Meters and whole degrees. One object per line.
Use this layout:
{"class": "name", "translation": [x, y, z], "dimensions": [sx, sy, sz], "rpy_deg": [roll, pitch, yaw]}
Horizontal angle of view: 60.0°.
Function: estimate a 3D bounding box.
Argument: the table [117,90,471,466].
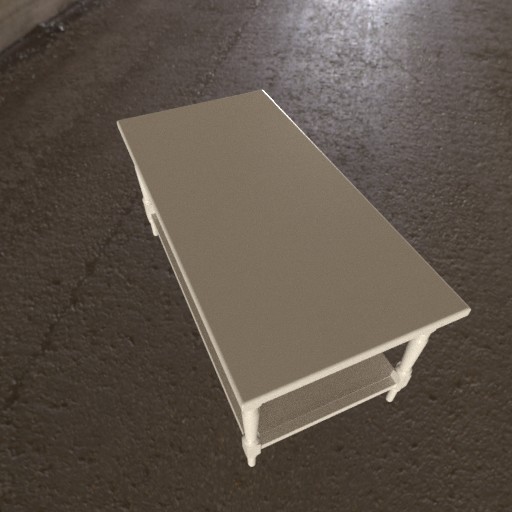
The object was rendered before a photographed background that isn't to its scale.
{"class": "table", "translation": [0.000, 0.000, 1.431], "dimensions": [0.550, 0.510, 1.107], "rpy_deg": [-18, 50, -16]}
